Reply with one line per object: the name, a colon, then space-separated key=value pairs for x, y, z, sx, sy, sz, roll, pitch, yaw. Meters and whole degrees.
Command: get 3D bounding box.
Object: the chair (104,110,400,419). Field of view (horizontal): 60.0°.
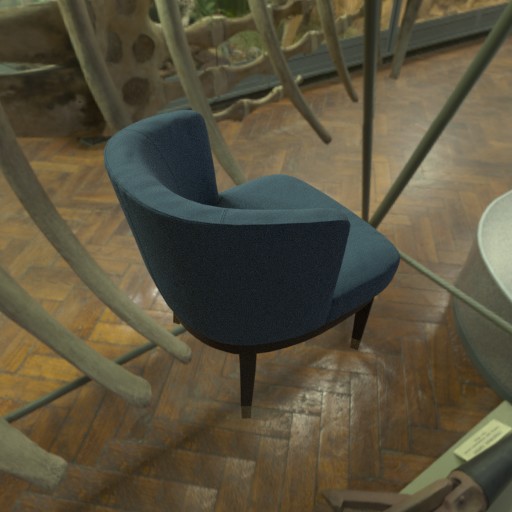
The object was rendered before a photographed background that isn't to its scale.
chair: x=0.000 y=0.000 z=1.309 sx=0.702 sy=0.760 sz=0.661 roll=-24 pitch=46 yaw=-25
